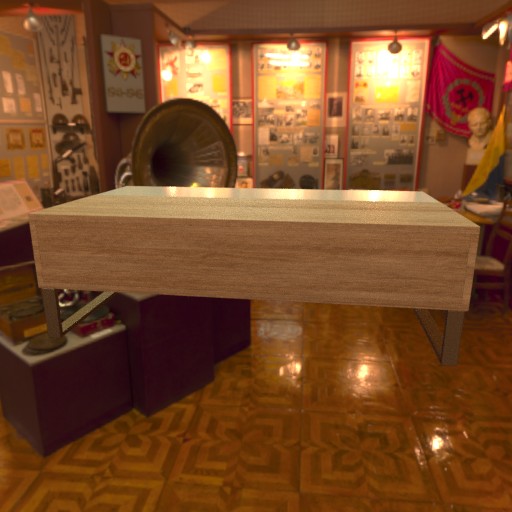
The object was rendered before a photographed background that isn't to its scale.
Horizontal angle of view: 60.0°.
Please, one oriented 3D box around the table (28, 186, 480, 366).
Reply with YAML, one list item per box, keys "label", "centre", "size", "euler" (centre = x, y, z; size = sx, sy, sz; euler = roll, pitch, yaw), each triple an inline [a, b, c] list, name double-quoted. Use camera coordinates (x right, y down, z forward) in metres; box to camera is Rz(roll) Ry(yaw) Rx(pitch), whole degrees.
- label: "table"
  centre: [0.000, 0.000, 1.399]
  size: [1.100, 0.350, 0.600]
  euler: [2, 16, 8]
